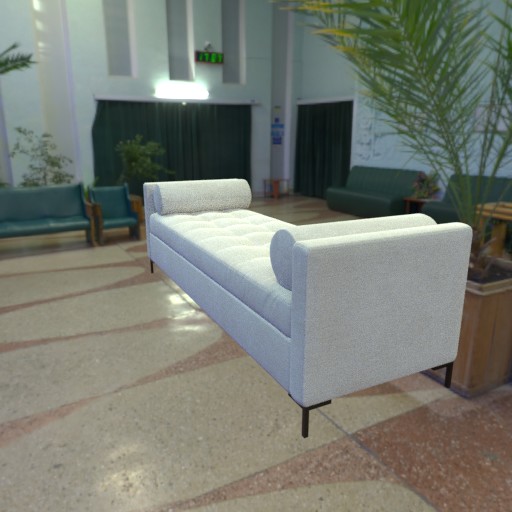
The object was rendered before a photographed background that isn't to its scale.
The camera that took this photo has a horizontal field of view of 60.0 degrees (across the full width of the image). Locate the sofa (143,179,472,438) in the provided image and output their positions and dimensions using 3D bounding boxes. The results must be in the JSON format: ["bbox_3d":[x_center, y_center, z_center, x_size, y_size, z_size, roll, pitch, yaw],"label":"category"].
[{"bbox_3d":[0.000,0.000,2.298,0.686,0.635,1.981,-7,17,-26],"label":"sofa"}]
